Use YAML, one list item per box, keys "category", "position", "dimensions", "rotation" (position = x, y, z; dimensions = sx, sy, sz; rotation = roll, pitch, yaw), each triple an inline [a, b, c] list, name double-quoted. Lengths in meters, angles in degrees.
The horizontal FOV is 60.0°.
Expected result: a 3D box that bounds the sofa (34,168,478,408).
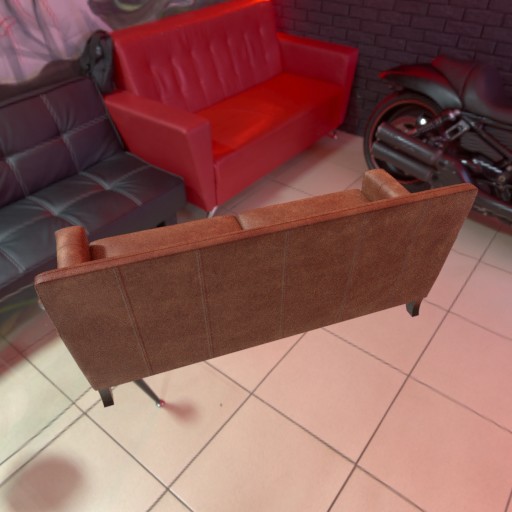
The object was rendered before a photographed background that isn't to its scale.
- category: "sofa"
  position: [0.000, 0.000, 2.485]
  dimensions: [2.053, 0.947, 0.805]
  rotation: [-13, 42, -15]
